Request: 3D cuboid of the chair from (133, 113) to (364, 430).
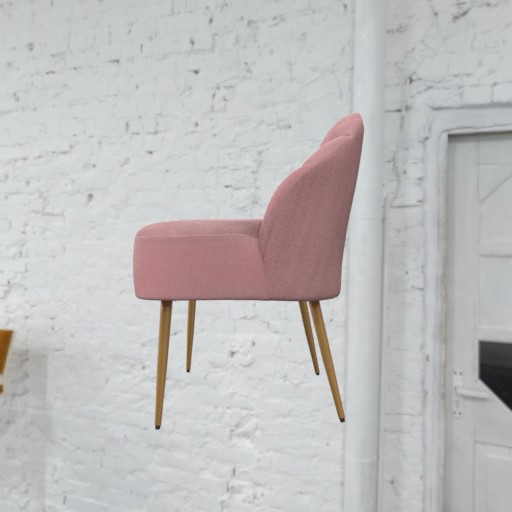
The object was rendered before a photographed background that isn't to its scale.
[{"bbox_3d":[0.000,0.000,1.301,0.599,0.819,0.657,0,1,0],"label":"chair"}]
